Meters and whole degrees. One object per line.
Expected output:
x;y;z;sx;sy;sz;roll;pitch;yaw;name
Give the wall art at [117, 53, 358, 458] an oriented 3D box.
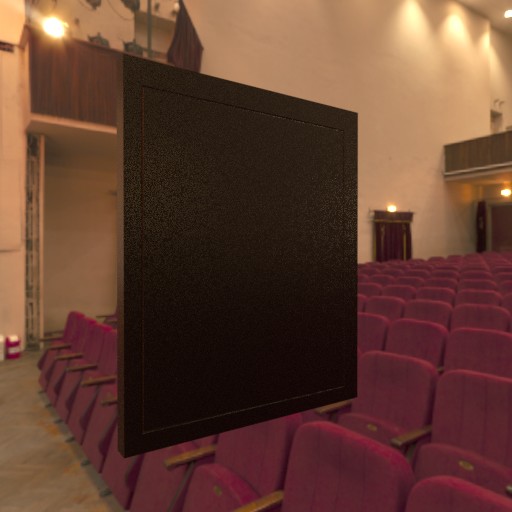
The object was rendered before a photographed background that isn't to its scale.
0.000;0.000;0.753;0.461;0.558;0.031;0;1;-34;wall art
